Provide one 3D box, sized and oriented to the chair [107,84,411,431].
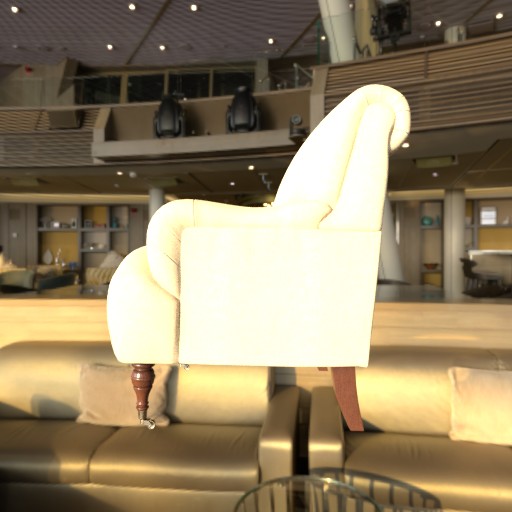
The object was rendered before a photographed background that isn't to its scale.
[{"bbox_3d":[0.000,0.000,1.522,0.842,0.944,0.766,0,0,0],"label":"chair"}]
